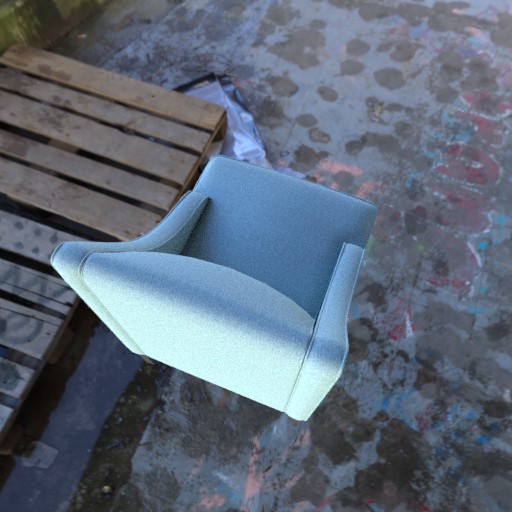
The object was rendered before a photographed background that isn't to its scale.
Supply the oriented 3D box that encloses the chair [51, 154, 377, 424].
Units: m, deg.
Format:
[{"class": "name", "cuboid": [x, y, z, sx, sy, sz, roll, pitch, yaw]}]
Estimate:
[{"class": "chair", "cuboid": [0.000, 0.000, 1.868, 0.857, 1.133, 1.025, 19, 64, 10]}]
